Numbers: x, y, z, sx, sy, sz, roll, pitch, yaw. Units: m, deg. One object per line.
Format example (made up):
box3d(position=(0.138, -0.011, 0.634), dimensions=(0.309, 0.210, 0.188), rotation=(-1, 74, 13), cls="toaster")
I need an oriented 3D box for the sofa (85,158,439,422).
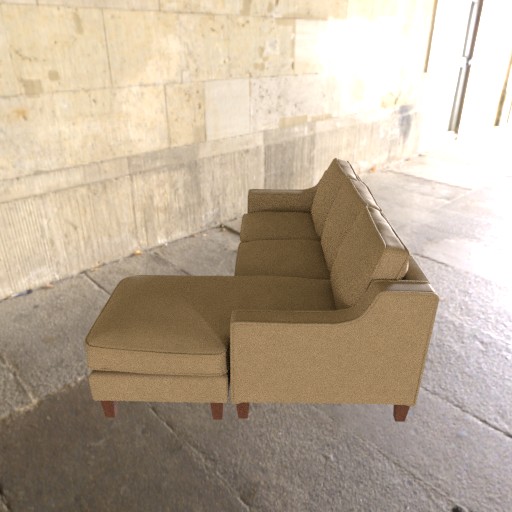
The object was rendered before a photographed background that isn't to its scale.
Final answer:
box3d(position=(0.000, 0.000, 3.345), dimensions=(1.858, 1.066, 2.317), rotation=(1, 26, 1), cls="sofa")
